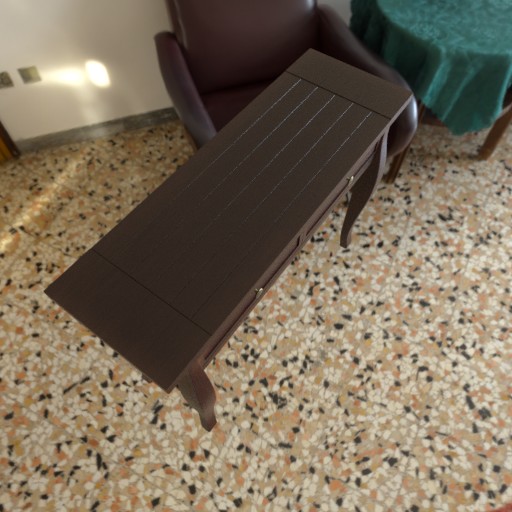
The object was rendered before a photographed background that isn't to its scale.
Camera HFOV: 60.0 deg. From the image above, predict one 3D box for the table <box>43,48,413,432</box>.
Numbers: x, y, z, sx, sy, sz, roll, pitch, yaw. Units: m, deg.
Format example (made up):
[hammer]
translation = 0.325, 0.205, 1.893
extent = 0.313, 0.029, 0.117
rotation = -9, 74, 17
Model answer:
[table]
translation = 0.000, 0.000, 1.448
extent = 0.373, 0.768, 1.062
rotation = 32, 64, 18
